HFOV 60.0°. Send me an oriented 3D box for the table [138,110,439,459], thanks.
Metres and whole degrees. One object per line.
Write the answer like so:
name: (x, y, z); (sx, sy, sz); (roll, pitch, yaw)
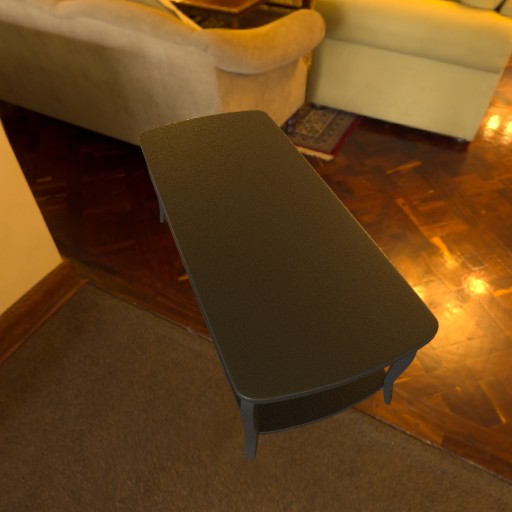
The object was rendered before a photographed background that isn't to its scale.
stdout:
table: (0.000, 0.000, 1.649); (0.571, 0.457, 1.333); (-16, 48, -15)
